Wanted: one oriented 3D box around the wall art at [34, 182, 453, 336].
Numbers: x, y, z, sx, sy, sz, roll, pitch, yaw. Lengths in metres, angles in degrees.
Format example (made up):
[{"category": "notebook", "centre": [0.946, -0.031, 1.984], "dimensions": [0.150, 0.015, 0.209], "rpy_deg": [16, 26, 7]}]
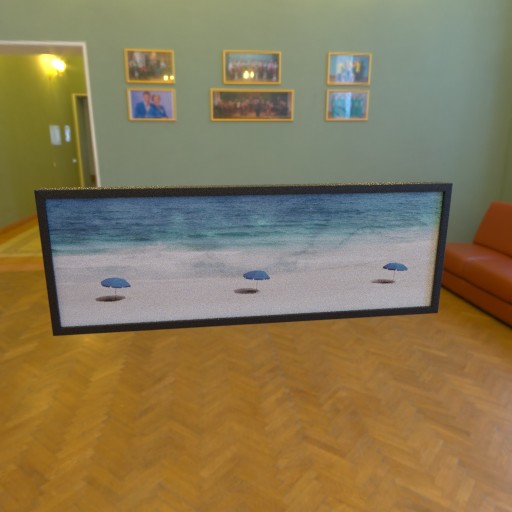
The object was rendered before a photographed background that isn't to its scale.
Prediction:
[{"category": "wall art", "centre": [0.000, 0.000, 0.961], "dimensions": [0.860, 0.303, 0.037], "rpy_deg": [-2, 15, -8]}]
